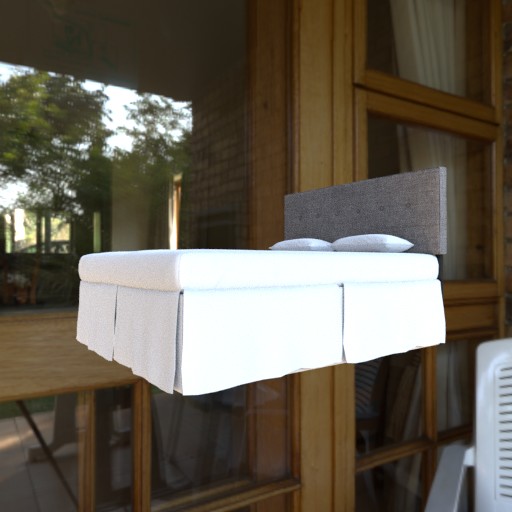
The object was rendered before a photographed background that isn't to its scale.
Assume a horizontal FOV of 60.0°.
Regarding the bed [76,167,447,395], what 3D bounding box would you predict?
[{"bbox_3d":[0.000,0.000,2.967,1.958,1.168,1.621,1,-1,-36],"label":"bed"}]
